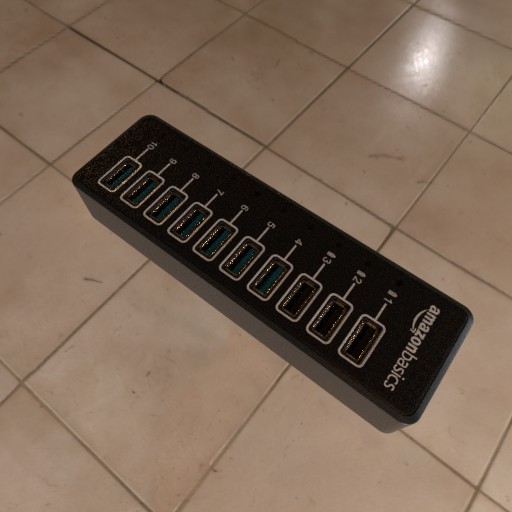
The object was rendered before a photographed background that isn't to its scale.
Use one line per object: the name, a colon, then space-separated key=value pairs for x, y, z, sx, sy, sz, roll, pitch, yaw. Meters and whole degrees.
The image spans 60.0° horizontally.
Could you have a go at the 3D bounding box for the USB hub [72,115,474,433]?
USB hub: x=0.000 y=0.000 z=0.163 sx=0.145 sy=0.023 sz=0.044 roll=34 pitch=67 yaw=16
